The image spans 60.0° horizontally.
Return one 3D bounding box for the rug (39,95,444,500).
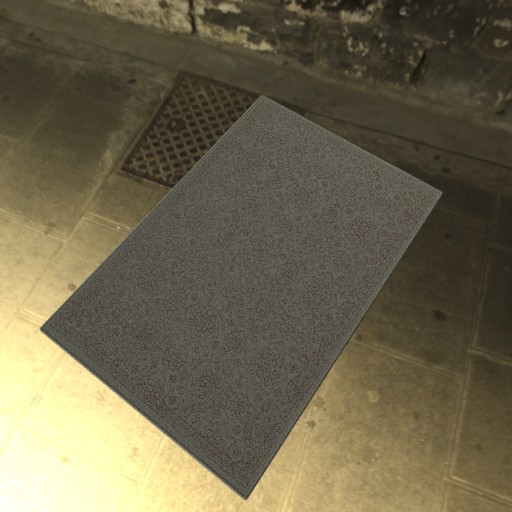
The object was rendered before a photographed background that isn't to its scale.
[{"bbox_3d":[0.000,0.000,2.260,1.219,0.010,1.829,33,69,14],"label":"rug"}]
